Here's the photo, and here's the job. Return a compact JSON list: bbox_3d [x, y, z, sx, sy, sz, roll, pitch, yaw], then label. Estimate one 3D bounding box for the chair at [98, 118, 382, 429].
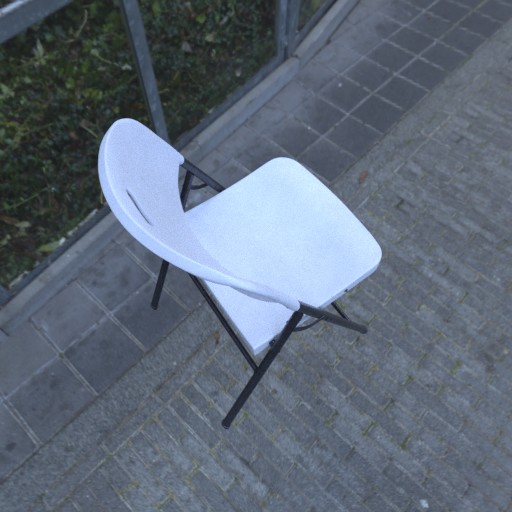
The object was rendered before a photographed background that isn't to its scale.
[{"bbox_3d":[0.000,0.000,1.145,0.566,0.810,0.494,-30,63,-17],"label":"chair"}]
